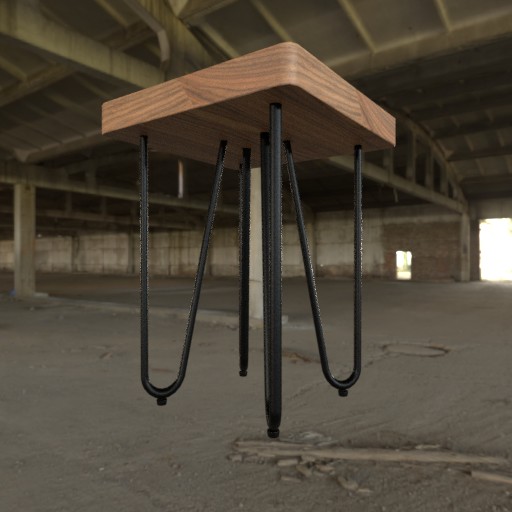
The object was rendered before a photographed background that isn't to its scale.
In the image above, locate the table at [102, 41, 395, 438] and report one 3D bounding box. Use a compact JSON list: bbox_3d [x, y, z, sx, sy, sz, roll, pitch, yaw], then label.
[{"bbox_3d":[0.000,0.000,0.989,0.479,0.641,0.480,0,0,36],"label":"table"}]
